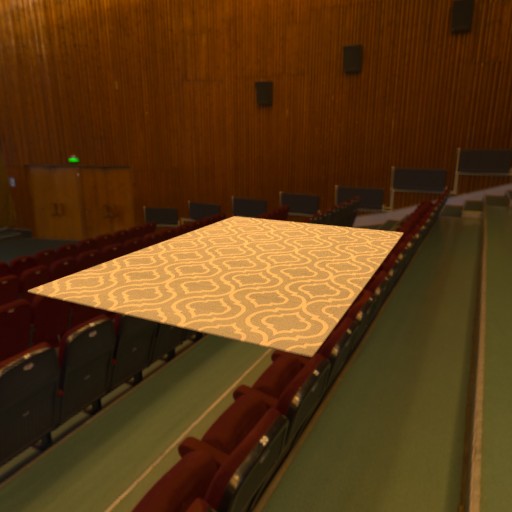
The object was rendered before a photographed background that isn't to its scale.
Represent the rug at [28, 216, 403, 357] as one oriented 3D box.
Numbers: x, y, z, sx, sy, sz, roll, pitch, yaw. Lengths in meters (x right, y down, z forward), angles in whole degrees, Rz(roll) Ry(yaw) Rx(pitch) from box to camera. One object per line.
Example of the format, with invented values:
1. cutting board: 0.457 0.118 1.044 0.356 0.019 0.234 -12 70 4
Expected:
1. rug: 0.000 0.000 2.733 1.451 0.010 2.080 8 18 25
